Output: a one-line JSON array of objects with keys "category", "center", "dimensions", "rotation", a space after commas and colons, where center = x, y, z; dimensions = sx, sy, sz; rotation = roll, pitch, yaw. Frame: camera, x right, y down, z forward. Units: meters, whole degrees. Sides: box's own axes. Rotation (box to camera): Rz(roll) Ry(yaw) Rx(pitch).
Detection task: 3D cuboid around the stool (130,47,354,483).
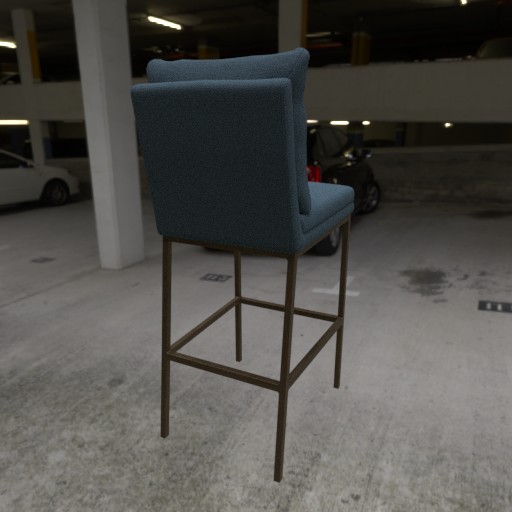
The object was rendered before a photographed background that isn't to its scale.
[{"category": "stool", "center": [0.000, 0.000, 1.391], "dimensions": [0.463, 1.124, 0.568], "rotation": [9, 19, 26]}]
